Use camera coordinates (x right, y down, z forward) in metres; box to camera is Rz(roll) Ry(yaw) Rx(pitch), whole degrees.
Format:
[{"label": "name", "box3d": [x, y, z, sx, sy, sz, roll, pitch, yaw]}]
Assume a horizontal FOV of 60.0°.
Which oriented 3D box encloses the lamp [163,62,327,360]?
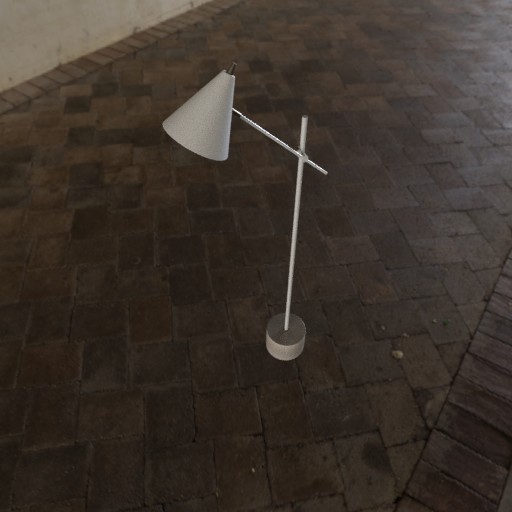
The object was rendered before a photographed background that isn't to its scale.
[{"label": "lamp", "box3d": [0.000, 0.000, 1.604, 0.508, 1.430, 0.223, -17, 49, -15]}]
